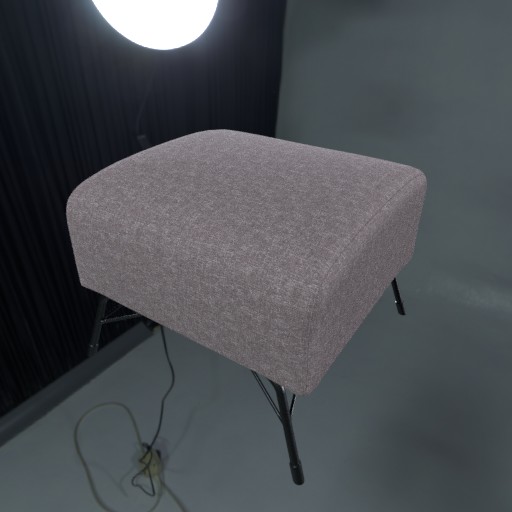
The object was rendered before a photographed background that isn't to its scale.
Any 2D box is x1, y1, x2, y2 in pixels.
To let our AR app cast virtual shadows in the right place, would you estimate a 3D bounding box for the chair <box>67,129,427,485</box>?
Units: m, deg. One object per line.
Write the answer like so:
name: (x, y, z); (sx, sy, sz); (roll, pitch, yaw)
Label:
chair: (0.000, 0.000, 0.909); (0.530, 0.410, 0.530); (20, 37, 28)
